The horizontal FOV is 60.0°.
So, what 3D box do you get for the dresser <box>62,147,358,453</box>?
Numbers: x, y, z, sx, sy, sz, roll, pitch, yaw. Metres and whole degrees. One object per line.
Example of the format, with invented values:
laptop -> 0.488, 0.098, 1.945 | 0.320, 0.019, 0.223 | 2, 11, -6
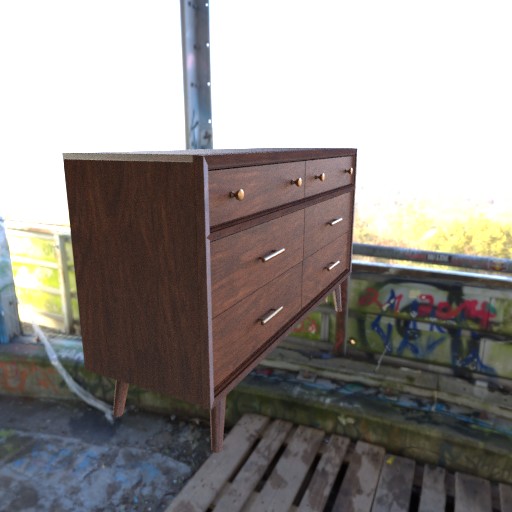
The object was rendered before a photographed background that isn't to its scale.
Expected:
dresser -> 0.000, 0.000, 1.903 | 0.500, 0.889, 1.472 | 7, 16, 26
